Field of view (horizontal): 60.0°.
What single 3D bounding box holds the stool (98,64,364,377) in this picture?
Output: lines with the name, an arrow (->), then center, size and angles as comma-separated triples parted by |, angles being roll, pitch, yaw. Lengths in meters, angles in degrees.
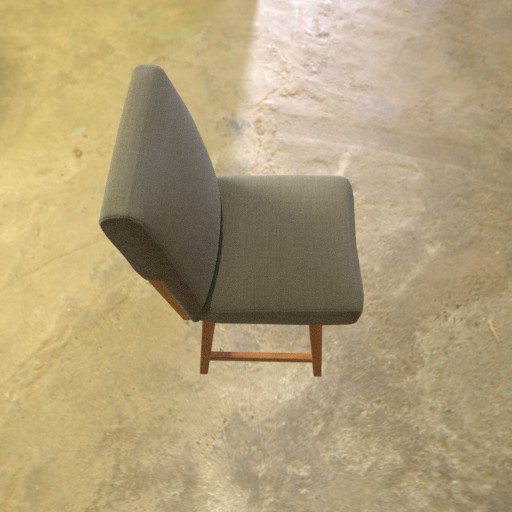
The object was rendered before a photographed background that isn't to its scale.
stool -> 0.000, 0.000, 1.313 | 0.570, 1.019, 0.459 | 1, 61, 1
